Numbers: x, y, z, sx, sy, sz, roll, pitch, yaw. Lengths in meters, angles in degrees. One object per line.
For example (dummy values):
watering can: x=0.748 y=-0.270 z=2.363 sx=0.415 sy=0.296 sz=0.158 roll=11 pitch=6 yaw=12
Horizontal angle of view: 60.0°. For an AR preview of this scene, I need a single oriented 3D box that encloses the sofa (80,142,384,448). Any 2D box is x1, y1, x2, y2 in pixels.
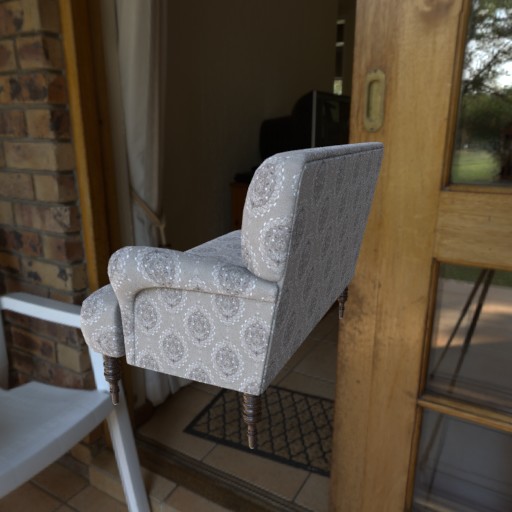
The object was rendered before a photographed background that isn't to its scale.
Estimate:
sofa: x=0.000 y=0.000 z=1.812 sx=0.779 sy=0.889 sz=1.297 roll=7 pitch=17 yaw=24
